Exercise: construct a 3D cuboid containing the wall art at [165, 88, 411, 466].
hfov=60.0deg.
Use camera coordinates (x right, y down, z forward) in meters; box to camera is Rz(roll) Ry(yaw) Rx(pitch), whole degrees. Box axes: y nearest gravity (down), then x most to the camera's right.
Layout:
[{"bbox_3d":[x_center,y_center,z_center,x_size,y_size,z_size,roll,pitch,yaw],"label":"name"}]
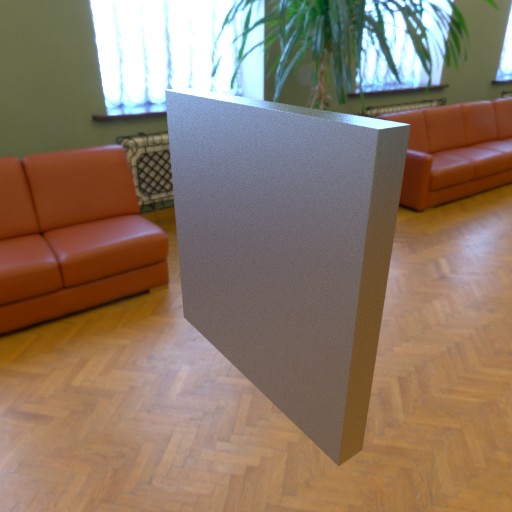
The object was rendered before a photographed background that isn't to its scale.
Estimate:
[{"bbox_3d":[0.000,0.000,0.531,0.038,0.350,0.350,-18,31,-32],"label":"wall art"}]
